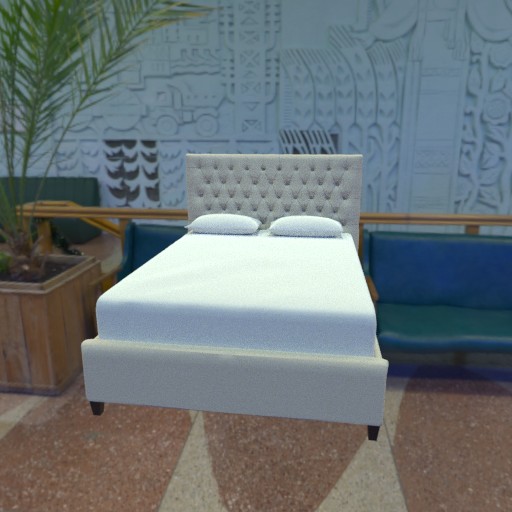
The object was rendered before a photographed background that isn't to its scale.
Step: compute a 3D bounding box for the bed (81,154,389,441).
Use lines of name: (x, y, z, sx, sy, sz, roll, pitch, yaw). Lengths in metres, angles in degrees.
bed: (0.000, 0.000, 3.348, 1.696, 1.426, 2.233, 2, 15, 8)
